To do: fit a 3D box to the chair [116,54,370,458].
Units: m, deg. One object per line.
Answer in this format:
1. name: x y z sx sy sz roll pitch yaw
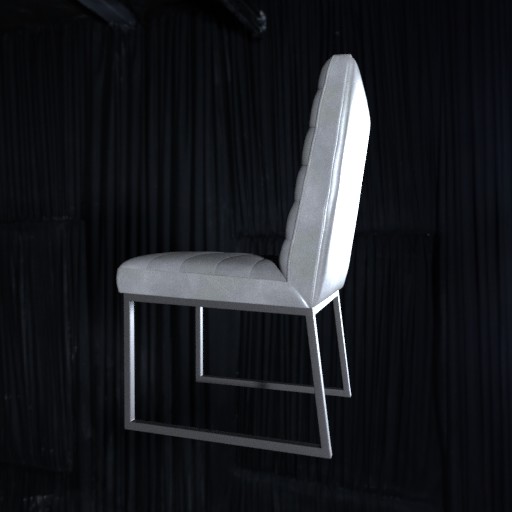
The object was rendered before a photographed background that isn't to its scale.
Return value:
1. chair: 0.000 0.000 1.316 0.634 0.930 0.520 0 1 18
